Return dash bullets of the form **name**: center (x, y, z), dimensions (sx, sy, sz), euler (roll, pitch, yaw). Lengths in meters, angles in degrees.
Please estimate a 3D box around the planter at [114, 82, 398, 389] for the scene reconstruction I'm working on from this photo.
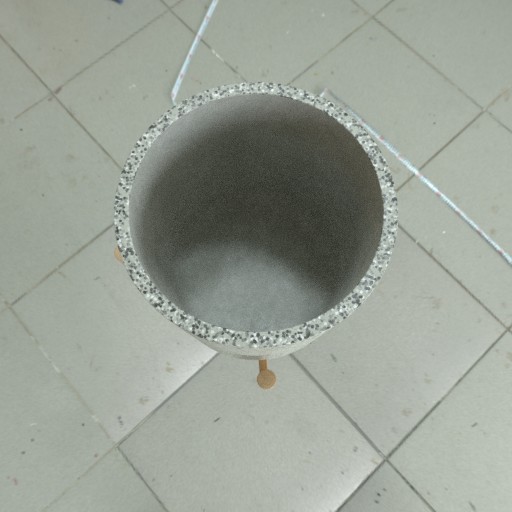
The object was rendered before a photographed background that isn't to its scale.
- **planter**: center (0.000, 0.000, 0.675), dimensions (0.360, 0.419, 0.360), euler (18, 75, 5)
